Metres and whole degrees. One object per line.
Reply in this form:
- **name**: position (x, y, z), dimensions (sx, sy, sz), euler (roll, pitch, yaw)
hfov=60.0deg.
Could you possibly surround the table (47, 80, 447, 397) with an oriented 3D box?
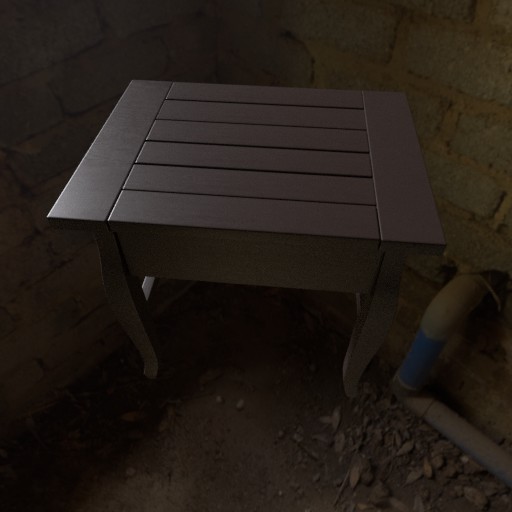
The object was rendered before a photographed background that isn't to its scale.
- **table**: position (0.000, 0.000, 1.037), dimensions (0.602, 0.605, 0.460), euler (4, 47, 4)
